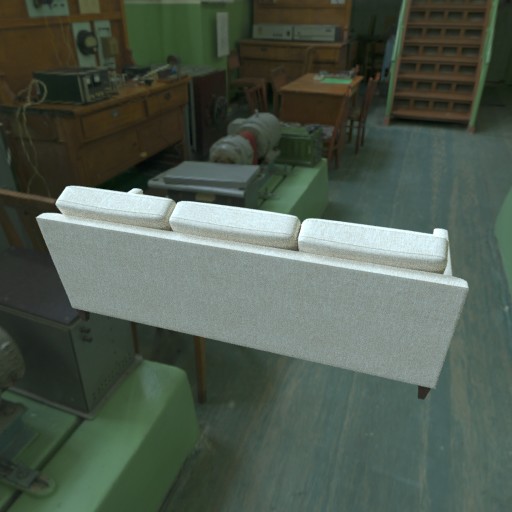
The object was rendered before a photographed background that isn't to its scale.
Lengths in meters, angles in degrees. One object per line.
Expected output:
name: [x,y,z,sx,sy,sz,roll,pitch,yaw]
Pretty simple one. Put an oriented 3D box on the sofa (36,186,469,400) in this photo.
sofa: [0.000,0.000,2.731,2.210,0.940,1.041,9,32,15]
